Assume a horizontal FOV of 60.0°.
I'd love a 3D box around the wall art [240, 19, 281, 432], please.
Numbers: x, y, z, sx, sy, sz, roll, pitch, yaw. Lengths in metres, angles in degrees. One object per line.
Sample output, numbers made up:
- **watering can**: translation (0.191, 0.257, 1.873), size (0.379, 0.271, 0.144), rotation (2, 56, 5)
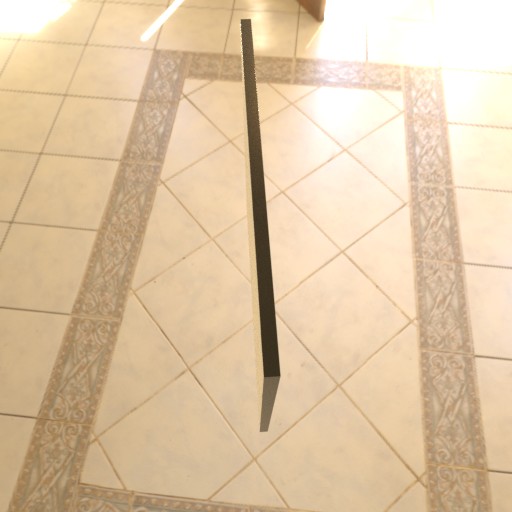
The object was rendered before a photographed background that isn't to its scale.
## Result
- **wall art**: translation (0.000, 0.000, 0.656), size (0.014, 0.445, 0.446), rotation (-3, 63, -2)
